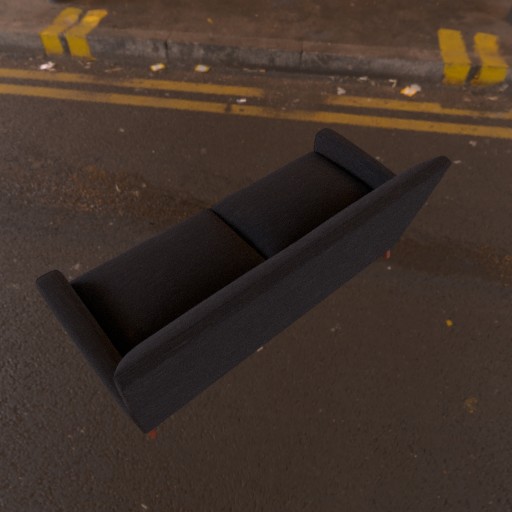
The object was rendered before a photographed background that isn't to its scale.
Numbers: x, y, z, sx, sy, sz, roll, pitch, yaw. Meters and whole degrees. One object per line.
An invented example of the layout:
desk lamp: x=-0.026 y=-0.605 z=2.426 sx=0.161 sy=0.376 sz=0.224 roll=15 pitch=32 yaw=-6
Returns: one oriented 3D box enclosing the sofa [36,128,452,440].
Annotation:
sofa: x=0.000 y=0.000 z=2.384 sx=1.976 sy=0.846 sz=0.875 roll=-33 pitch=56 yaw=-26
